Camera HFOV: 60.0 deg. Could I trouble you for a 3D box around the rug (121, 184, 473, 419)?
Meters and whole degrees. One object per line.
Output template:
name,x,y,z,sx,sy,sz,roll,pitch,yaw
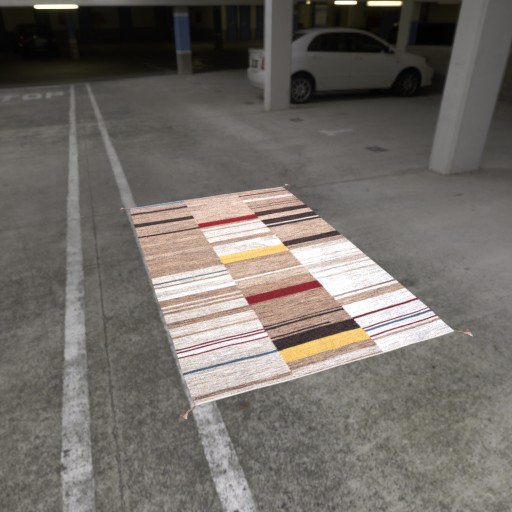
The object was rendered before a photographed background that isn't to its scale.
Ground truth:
rug,0.000,0.000,2.454,1.268,0.007,1.918,-11,32,-18
